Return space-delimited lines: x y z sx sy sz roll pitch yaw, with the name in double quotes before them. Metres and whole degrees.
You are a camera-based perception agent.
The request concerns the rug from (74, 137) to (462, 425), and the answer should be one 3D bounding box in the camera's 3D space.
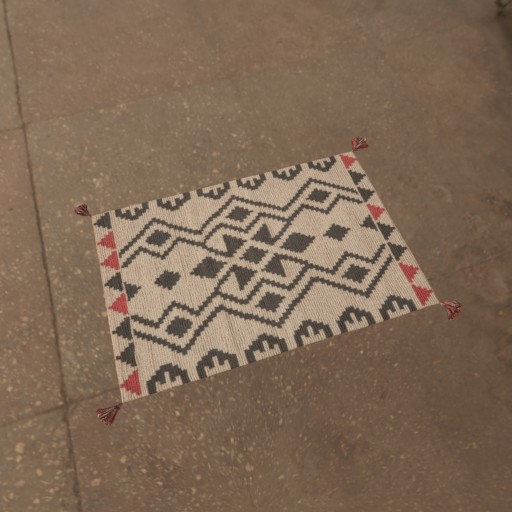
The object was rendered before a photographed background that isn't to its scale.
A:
"rug" 0.000 0.000 2.671 2.069 0.067 1.444 -15 61 -9
